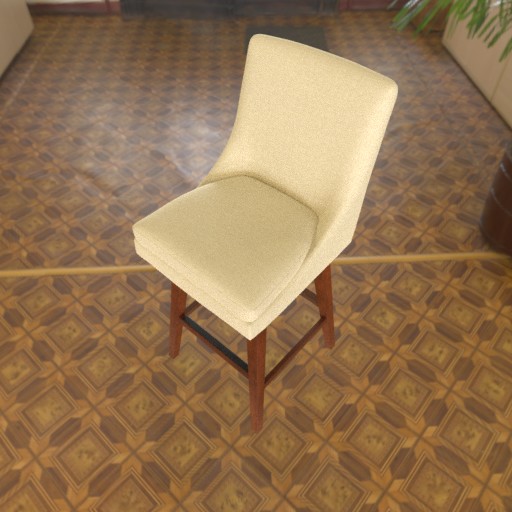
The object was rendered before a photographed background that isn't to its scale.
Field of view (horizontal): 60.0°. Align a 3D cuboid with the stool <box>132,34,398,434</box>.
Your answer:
[{"bbox_3d":[0.000,0.000,1.387,0.470,1.097,0.559,33,56,27],"label":"stool"}]
